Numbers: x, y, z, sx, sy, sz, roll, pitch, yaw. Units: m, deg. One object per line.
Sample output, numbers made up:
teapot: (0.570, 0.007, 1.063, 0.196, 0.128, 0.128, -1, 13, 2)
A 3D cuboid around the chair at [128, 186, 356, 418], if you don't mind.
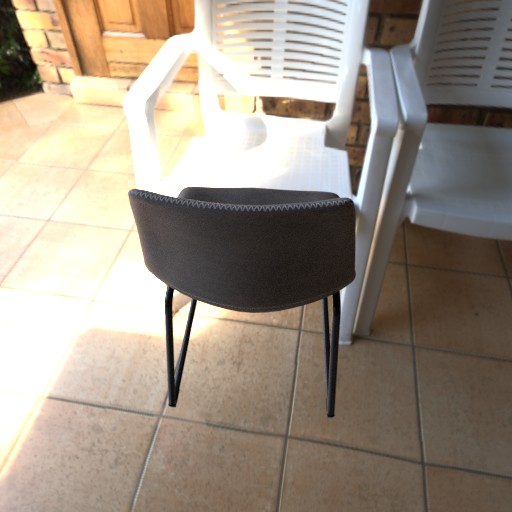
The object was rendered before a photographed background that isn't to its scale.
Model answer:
chair: (0.000, 0.000, 1.101, 0.460, 0.780, 0.550, 3, 47, 3)
